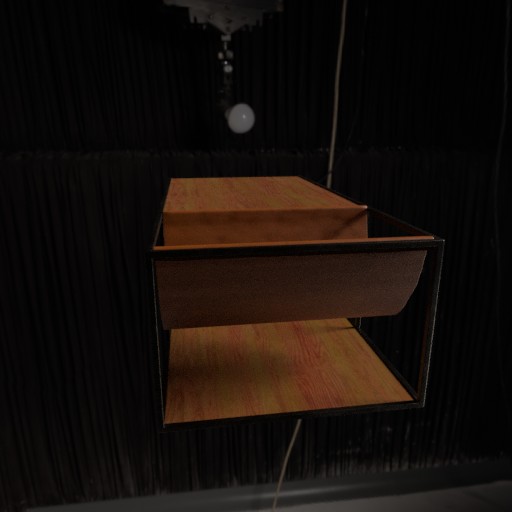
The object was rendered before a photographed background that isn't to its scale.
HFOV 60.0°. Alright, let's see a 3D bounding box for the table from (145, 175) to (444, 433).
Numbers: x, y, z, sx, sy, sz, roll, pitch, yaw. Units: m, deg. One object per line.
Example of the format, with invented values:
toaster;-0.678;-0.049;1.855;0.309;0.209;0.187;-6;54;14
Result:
table;0.000;0.000;1.485;0.597;0.403;1.199;-2;17;-8
